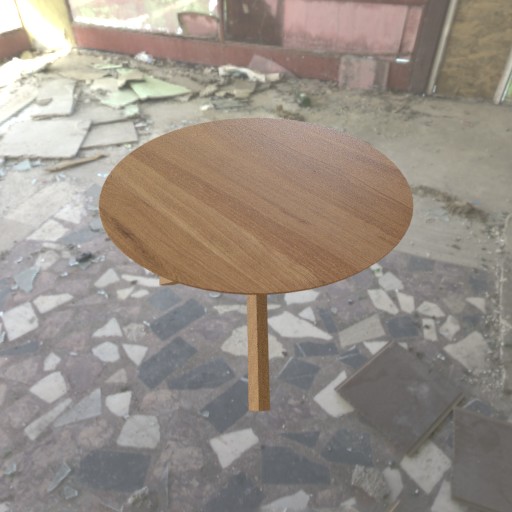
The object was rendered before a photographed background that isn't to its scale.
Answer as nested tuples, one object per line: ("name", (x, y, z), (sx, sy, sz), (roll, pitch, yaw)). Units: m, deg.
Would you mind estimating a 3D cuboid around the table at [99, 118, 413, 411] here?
("table", (0.000, 0.000, 1.732), (1.038, 0.666, 1.038), (0, 42, 0))
